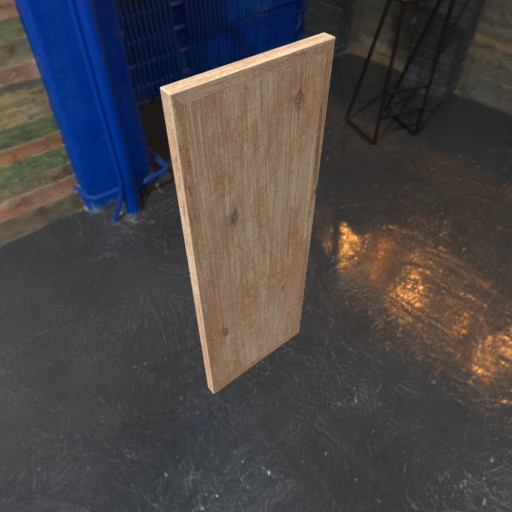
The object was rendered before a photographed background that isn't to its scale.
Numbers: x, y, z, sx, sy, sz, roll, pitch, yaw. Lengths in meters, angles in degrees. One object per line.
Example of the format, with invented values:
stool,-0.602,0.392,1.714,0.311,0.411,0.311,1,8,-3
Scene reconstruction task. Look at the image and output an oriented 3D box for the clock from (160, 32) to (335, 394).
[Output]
clock,0.000,0.000,1.103,0.361,0.965,0.030,-31,53,-26
